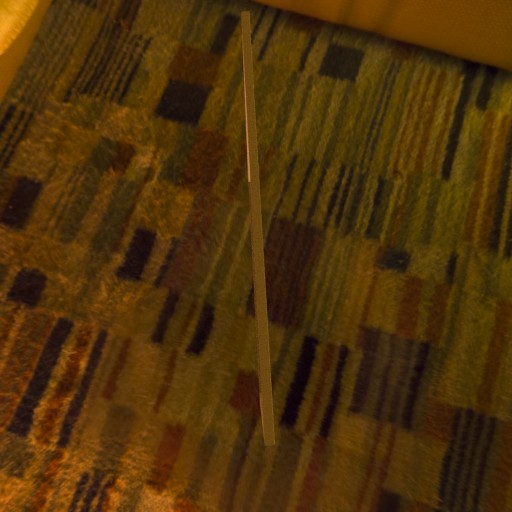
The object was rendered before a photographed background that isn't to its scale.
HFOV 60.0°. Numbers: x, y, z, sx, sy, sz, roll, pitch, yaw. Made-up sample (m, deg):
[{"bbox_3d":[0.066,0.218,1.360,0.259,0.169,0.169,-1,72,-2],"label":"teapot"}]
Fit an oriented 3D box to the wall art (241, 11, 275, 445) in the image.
[{"bbox_3d":[0.000,0.000,0.667,0.009,0.457,0.456,-3,76,-1],"label":"wall art"}]
